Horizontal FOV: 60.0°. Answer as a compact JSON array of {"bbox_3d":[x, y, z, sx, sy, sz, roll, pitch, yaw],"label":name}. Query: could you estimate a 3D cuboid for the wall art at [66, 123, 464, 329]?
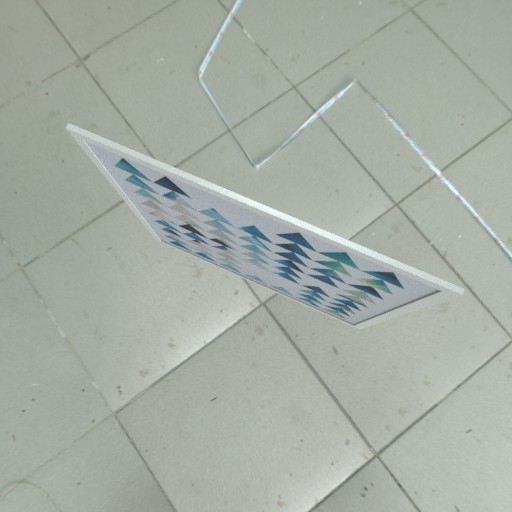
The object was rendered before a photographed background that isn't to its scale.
[{"bbox_3d":[0.000,0.000,0.688,0.456,0.456,0.007,23,77,6],"label":"wall art"}]
